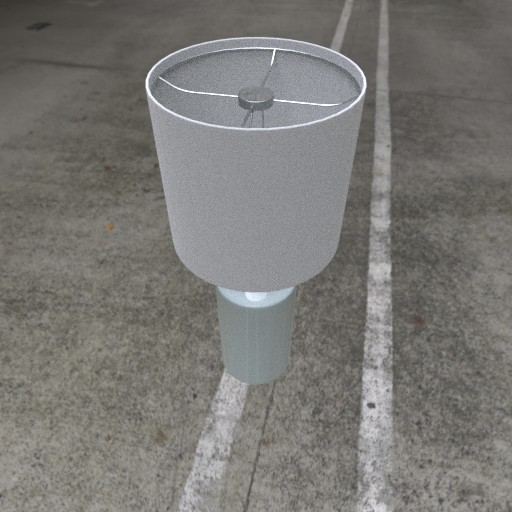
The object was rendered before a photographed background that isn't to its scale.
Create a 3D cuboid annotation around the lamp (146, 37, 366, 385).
[{"bbox_3d":[0.000,0.000,0.603,0.212,0.493,0.212,9,45,9],"label":"lamp"}]
